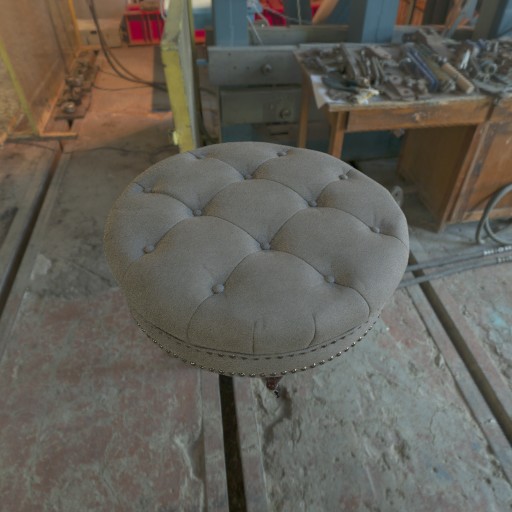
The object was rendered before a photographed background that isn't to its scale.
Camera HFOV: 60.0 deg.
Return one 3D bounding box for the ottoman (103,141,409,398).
[{"bbox_3d":[0.000,0.000,1.435,0.901,0.439,0.901,0,42,0],"label":"ottoman"}]
